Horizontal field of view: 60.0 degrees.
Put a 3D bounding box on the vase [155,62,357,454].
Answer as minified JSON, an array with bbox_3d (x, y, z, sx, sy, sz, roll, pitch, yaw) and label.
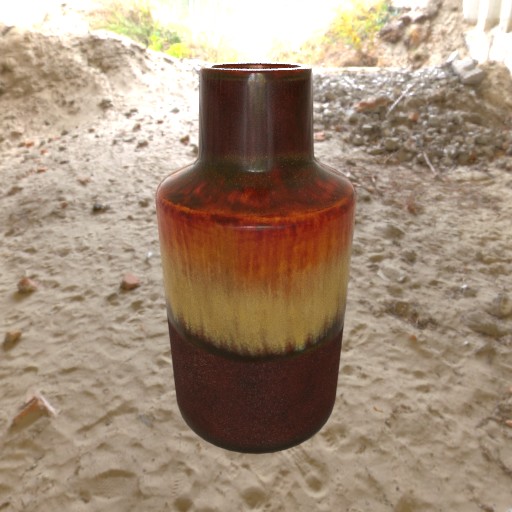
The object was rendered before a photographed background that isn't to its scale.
[{"bbox_3d":[0.000,0.000,0.258,0.108,0.204,0.108,0,27,0],"label":"vase"}]
